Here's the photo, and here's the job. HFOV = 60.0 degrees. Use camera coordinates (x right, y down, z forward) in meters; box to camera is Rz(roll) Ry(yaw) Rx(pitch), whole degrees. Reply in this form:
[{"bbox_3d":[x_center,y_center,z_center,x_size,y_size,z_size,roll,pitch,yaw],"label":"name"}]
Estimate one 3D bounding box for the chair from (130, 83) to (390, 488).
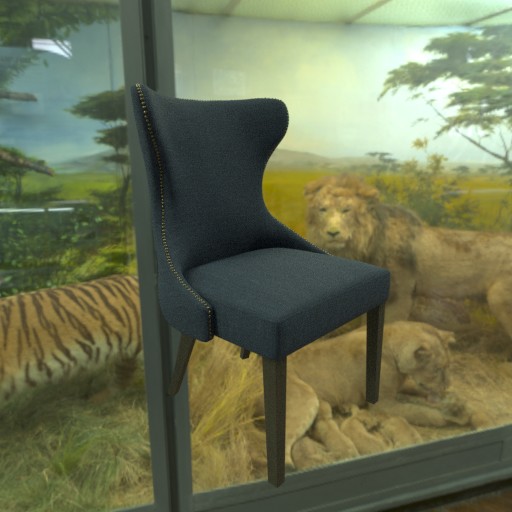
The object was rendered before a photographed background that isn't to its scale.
[{"bbox_3d":[0.000,0.000,1.342,0.635,0.967,0.628,13,20,41],"label":"chair"}]
